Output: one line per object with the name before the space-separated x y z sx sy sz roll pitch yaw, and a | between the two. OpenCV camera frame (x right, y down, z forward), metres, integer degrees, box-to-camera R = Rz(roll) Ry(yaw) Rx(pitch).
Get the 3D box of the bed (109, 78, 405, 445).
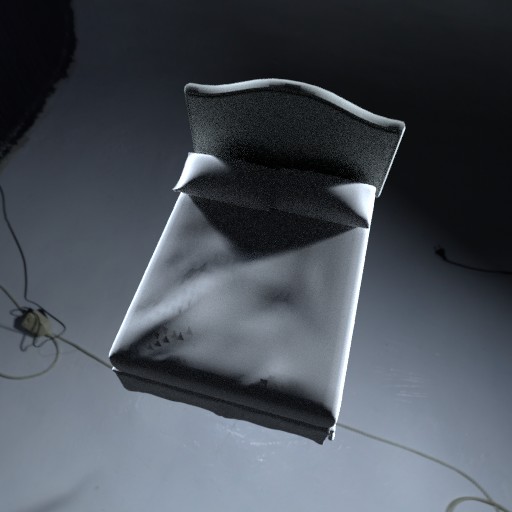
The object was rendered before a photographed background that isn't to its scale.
bed | 0.000 0.000 3.434 1.813 1.607 2.180 13 60 8
